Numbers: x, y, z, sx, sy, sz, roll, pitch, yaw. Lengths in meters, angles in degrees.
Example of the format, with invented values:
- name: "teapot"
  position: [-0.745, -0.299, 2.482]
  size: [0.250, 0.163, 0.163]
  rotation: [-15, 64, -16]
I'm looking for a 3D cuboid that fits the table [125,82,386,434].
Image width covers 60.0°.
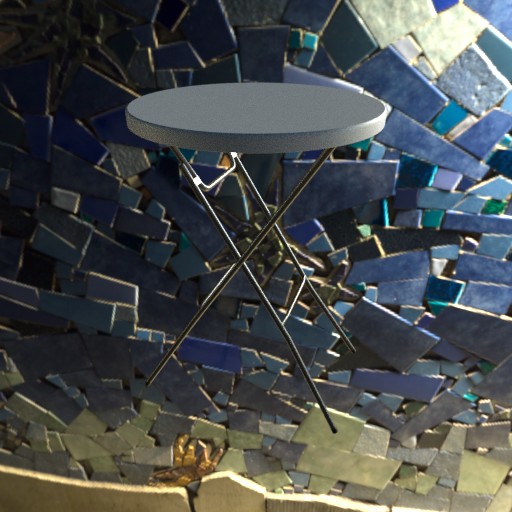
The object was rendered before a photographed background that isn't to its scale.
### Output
- name: "table"
  position: [0.000, 0.000, 1.655]
  size: [0.795, 1.105, 0.792]
  rotation: [10, 31, 17]
